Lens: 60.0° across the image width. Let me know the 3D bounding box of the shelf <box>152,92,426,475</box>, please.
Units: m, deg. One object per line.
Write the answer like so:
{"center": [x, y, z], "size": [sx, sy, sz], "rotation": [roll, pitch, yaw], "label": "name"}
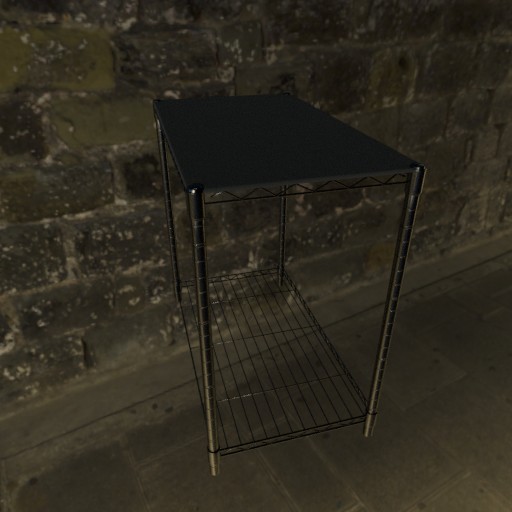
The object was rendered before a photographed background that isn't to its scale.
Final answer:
{"center": [0.000, 0.000, 0.960], "size": [0.338, 0.564, 0.589], "rotation": [-8, 31, -13], "label": "shelf"}
